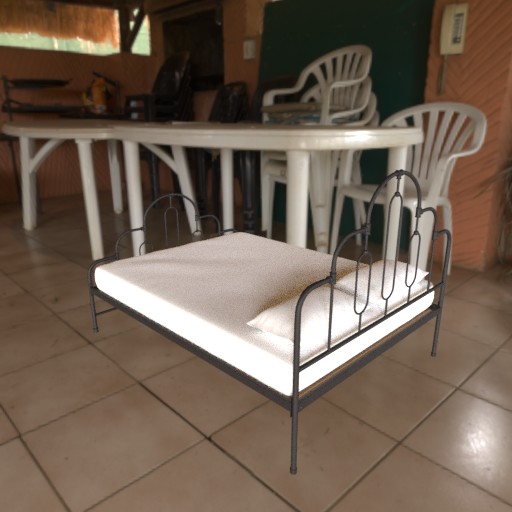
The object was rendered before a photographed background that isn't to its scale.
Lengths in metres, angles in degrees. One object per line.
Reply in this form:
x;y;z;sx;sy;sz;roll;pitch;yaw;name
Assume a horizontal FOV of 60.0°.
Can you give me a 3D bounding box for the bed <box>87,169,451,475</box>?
0.000;0.000;3.251;1.640;1.429;2.163;-17;24;-42;bed
